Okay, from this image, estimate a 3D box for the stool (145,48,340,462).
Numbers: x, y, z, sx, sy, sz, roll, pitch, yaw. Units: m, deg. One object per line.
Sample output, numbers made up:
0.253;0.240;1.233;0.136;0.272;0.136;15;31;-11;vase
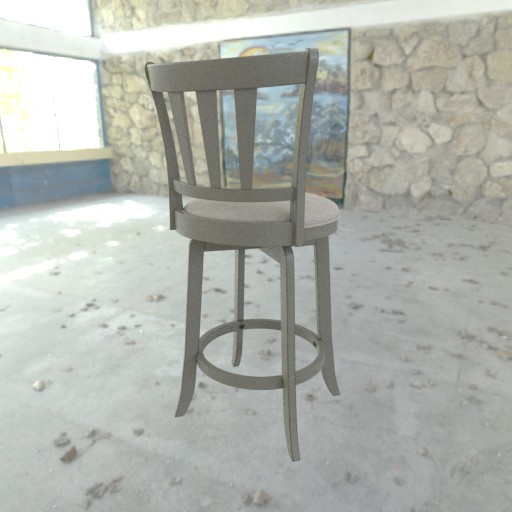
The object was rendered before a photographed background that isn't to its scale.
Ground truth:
0.000;0.000;1.243;0.450;0.994;0.486;9;18;27;stool
